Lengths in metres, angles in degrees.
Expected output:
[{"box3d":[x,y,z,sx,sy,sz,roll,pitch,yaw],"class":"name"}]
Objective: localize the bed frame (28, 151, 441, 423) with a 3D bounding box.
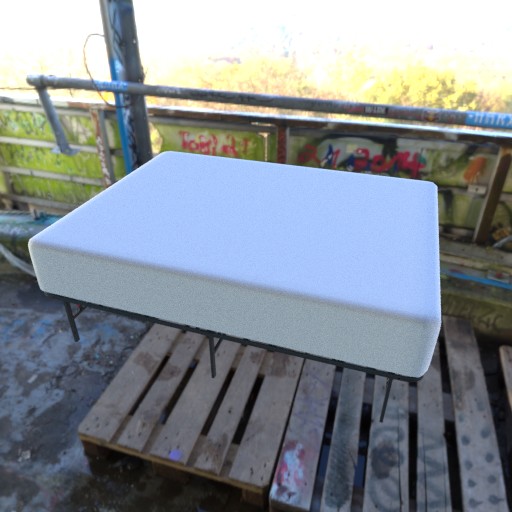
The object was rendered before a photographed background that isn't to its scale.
[{"box3d":[0.000,0.000,2.776,2.037,0.677,1.528,10,34,16],"class":"bed frame"}]
